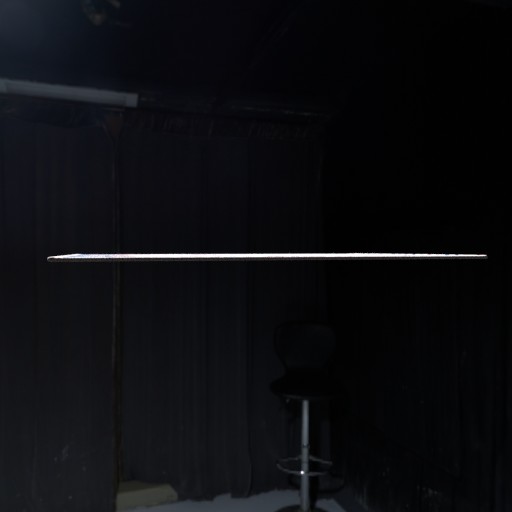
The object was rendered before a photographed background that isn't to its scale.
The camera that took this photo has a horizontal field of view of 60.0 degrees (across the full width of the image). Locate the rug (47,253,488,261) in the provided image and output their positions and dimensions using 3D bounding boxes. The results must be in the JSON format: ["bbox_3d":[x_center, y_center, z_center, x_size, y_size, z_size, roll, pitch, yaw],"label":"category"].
[{"bbox_3d":[0.000,0.000,2.312,1.840,0.015,1.225,0,1,-18],"label":"rug"}]
